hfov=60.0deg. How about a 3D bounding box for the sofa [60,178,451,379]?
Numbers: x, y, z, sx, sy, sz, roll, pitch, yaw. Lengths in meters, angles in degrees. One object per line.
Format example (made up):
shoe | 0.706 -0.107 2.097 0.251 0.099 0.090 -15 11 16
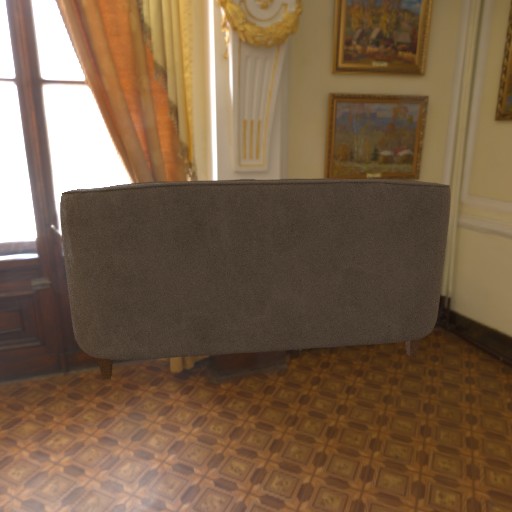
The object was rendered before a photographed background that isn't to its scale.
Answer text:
sofa | 0.000 0.000 2.264 1.733 0.855 0.941 -2 16 -8
